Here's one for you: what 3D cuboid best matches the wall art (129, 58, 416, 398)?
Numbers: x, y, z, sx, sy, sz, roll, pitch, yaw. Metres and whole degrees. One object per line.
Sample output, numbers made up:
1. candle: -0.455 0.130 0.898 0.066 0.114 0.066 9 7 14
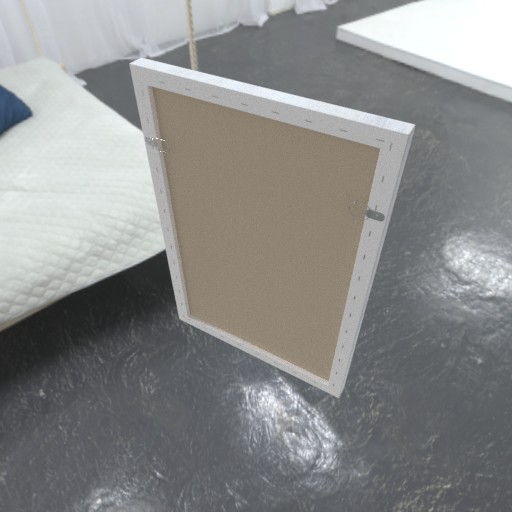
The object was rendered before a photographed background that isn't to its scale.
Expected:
1. wall art: 0.000 0.000 1.196 0.624 0.914 0.043 22 48 21
